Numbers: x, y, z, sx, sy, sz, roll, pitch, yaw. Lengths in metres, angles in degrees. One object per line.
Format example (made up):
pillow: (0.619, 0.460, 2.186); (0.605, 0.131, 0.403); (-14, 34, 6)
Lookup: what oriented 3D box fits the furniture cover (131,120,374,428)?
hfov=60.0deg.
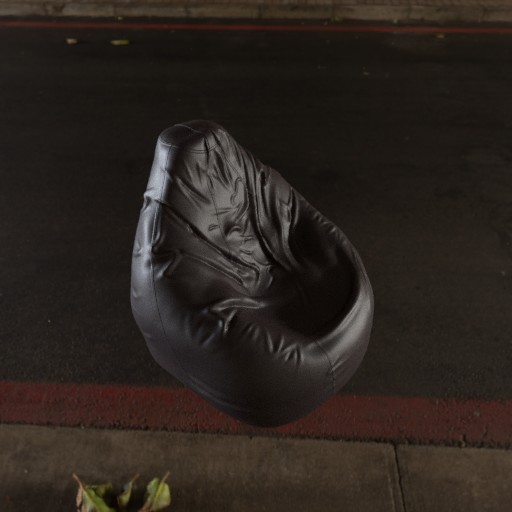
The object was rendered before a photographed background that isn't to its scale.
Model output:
furniture cover: (0.000, 0.000, 1.885); (1.070, 0.990, 1.070); (25, 46, 26)
